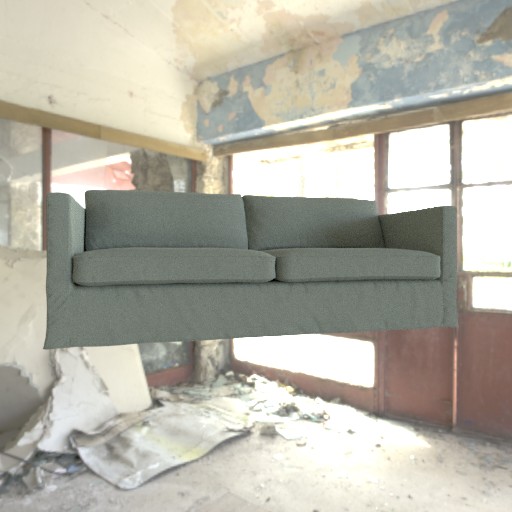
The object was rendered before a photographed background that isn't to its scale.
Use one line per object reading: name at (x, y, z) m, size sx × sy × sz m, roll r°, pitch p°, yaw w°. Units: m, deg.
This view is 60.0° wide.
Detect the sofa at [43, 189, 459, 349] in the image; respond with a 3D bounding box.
sofa at (0.000, 0.000, 2.786) m, size 2.312 × 0.853 × 0.962 m, roll 0°, pitch 1°, yaw -16°
